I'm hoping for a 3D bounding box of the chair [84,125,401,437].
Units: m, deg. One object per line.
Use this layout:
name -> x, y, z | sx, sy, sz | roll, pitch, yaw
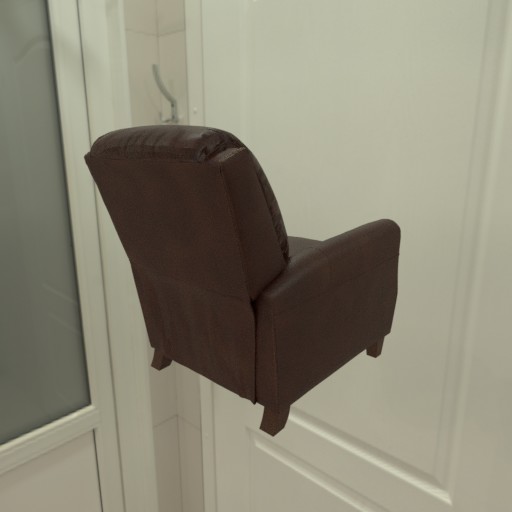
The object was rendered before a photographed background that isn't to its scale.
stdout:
chair -> 0.000, 0.000, 1.832 | 0.826, 1.022, 1.089 | 13, 20, 41
